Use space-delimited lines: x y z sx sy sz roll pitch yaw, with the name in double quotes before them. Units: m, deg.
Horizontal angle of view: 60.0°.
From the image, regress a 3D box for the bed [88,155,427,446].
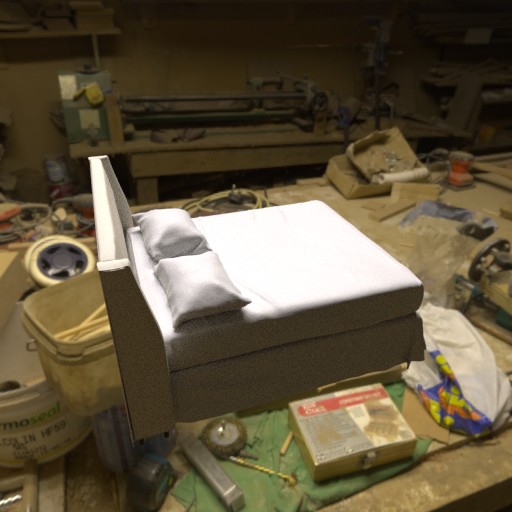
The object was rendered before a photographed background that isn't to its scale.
"bed" 0.000 0.000 3.509 2.276 1.332 1.925 -10 31 -17
